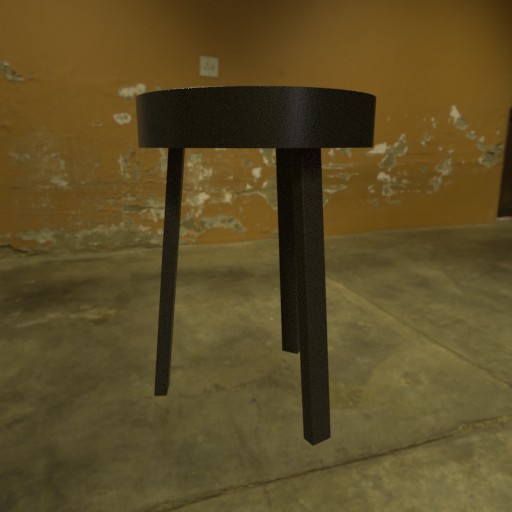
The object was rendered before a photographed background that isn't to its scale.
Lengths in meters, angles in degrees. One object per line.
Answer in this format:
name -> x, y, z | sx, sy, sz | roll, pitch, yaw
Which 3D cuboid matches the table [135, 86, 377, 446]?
table -> 0.000, 0.000, 0.841 | 0.406, 0.559, 0.406 | 0, 14, 0
